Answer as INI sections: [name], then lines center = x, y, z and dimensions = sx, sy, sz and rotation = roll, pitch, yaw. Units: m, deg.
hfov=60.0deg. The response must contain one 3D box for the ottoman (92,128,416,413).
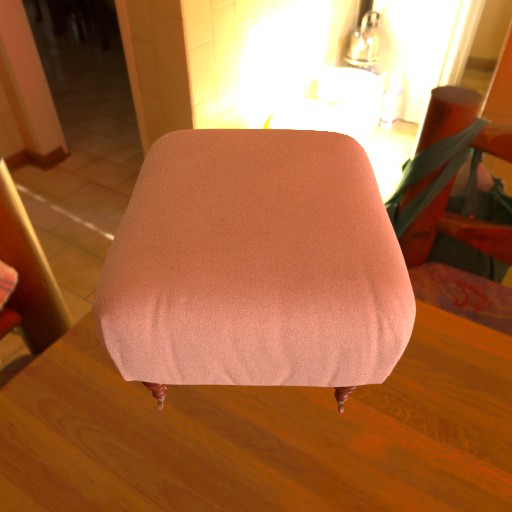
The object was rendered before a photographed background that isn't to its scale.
[ottoman]
center = 0.000, 0.000, 1.147
dimensions = 0.622, 0.450, 0.746
rotation = 1, 42, 1
